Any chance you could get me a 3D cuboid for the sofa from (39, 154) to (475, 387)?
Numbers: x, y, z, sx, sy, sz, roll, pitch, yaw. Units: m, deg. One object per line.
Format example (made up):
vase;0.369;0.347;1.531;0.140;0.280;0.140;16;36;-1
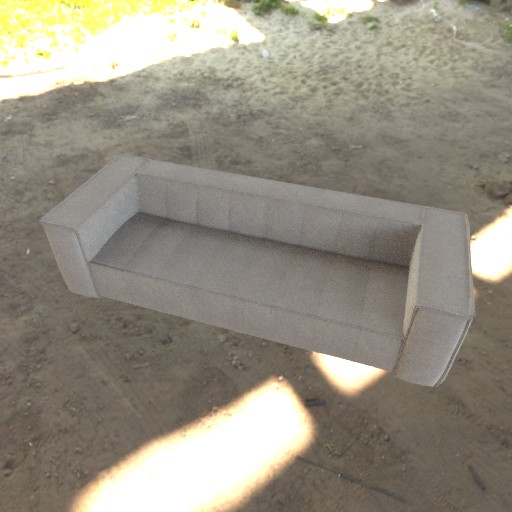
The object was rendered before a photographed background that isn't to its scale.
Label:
sofa;0.000;0.000;3.113;2.697;0.680;1.038;12;42;14
